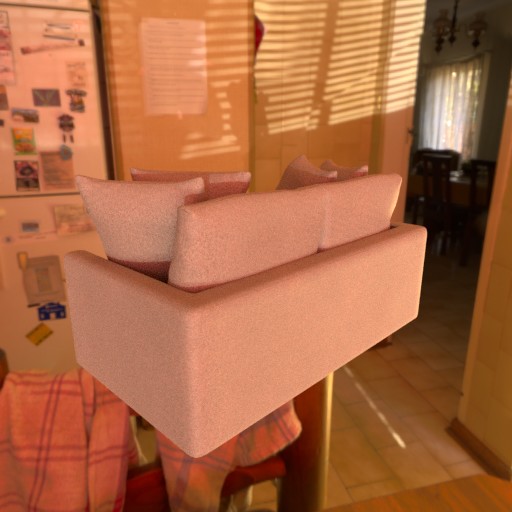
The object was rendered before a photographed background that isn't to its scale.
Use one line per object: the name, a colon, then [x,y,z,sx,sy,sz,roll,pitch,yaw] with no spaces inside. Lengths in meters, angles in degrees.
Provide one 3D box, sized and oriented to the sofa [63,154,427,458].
sofa: [0.000,0.000,2.581,1.228,1.080,1.869,16,23,42]
